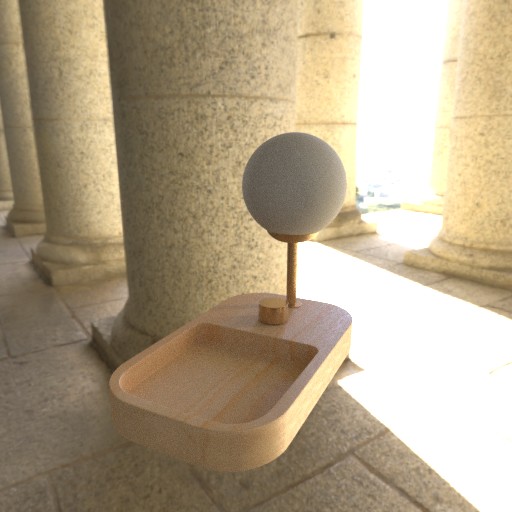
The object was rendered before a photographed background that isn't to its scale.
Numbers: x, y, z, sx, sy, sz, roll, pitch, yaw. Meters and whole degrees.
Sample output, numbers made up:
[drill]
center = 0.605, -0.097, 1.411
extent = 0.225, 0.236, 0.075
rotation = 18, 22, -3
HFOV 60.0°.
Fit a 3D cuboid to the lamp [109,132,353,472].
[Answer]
[lamp]
center = 0.000, 0.000, 0.465
extent = 0.173, 0.253, 0.331
rotation = 7, 17, 26
